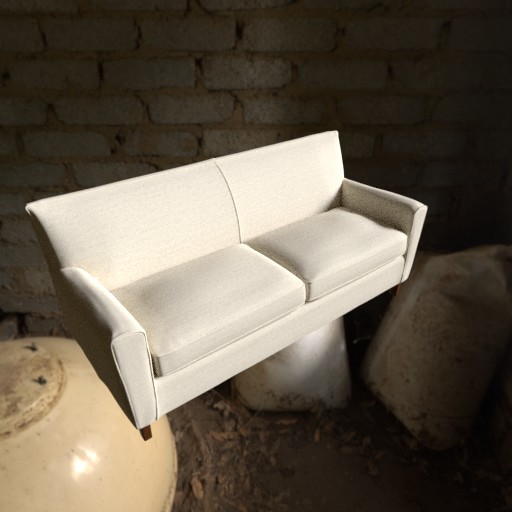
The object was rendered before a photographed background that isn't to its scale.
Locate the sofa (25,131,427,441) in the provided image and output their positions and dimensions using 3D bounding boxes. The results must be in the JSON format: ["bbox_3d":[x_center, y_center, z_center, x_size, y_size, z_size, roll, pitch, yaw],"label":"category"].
[{"bbox_3d":[0.000,0.000,2.453,2.001,0.907,0.841,-22,37,-32],"label":"sofa"}]
